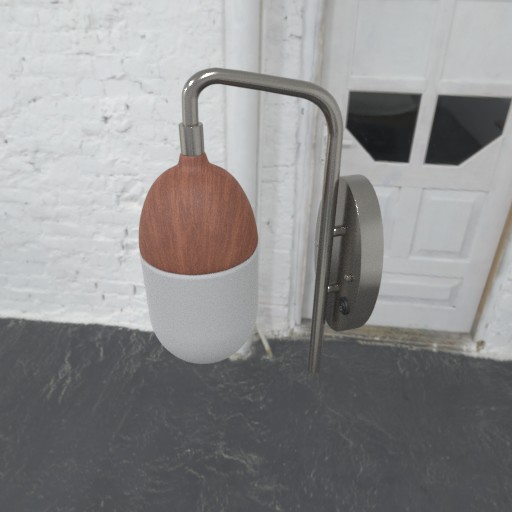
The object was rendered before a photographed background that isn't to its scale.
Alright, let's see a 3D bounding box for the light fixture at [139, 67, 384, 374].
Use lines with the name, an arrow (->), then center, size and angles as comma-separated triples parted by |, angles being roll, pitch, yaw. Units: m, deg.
light fixture -> 0.000, 0.000, 0.431 | 0.216, 0.343, 0.108 | -8, 32, -14
